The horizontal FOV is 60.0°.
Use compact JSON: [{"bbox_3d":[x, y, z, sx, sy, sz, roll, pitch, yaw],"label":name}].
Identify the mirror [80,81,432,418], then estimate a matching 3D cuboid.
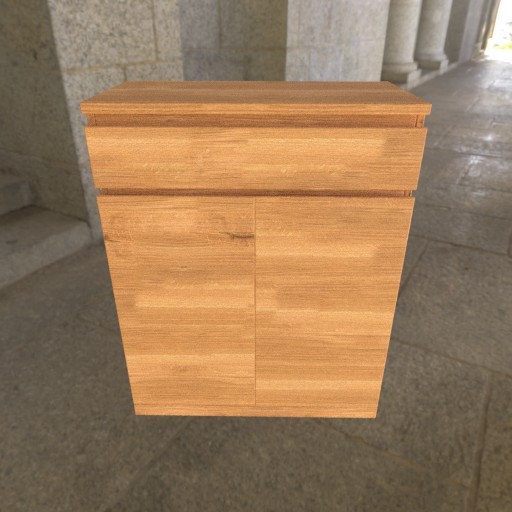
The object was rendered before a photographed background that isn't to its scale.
[{"bbox_3d":[0.000,0.000,1.416,0.800,1.000,0.400,0,28,1],"label":"mirror"}]
